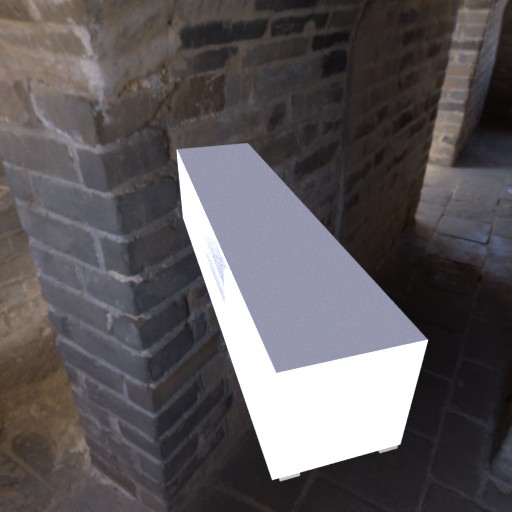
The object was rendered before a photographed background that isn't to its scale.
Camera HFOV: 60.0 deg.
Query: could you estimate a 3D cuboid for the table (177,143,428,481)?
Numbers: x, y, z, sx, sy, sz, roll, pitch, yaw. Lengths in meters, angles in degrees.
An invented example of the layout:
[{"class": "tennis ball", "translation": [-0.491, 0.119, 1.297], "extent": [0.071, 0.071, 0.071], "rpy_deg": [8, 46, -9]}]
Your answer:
[{"class": "table", "translation": [0.000, 0.000, 1.815], "extent": [0.390, 0.420, 1.650], "rpy_deg": [-9, 32, -14]}]
